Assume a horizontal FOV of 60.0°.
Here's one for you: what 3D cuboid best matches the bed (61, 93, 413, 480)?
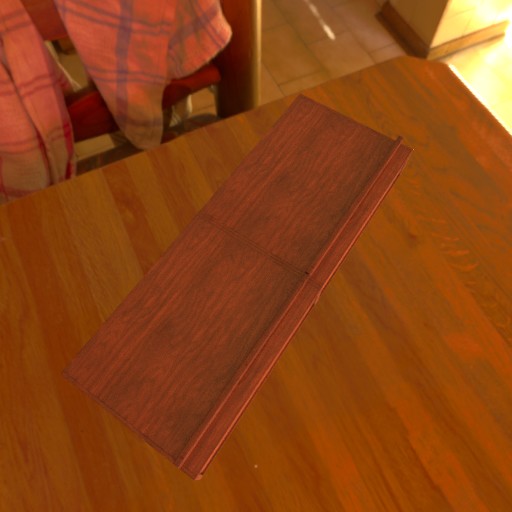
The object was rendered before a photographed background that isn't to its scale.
[{"bbox_3d":[0.000,0.000,2.378,0.787,0.326,2.057,32,69,14],"label":"bed"}]
